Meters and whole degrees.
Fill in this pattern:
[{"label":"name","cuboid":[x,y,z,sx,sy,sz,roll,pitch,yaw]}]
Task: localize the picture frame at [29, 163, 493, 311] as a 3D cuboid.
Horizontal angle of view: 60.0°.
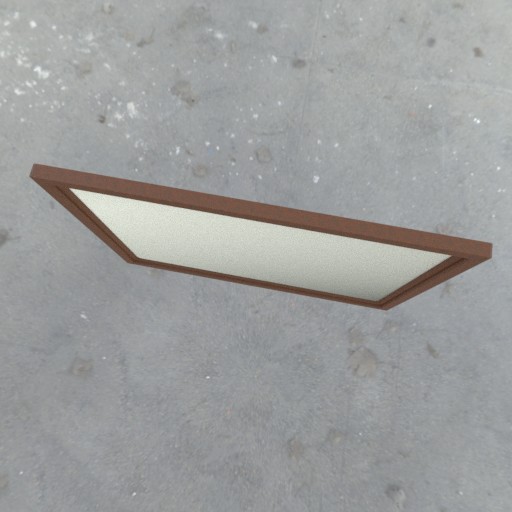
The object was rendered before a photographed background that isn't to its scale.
[{"label":"picture frame","cuboid":[0.000,0.000,1.747,1.329,1.018,0.045,10,75,3]}]
